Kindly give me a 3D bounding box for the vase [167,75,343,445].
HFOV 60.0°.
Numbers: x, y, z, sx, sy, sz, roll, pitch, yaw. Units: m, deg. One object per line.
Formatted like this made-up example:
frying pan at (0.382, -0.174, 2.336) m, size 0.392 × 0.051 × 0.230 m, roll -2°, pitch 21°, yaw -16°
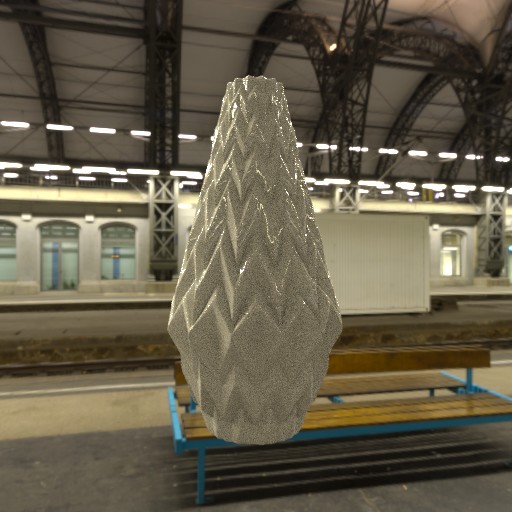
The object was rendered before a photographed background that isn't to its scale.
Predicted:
vase at (0.000, 0.000, 0.429) m, size 0.167 × 0.328 × 0.167 m, roll 0°, pitch -1°, yaw 0°
